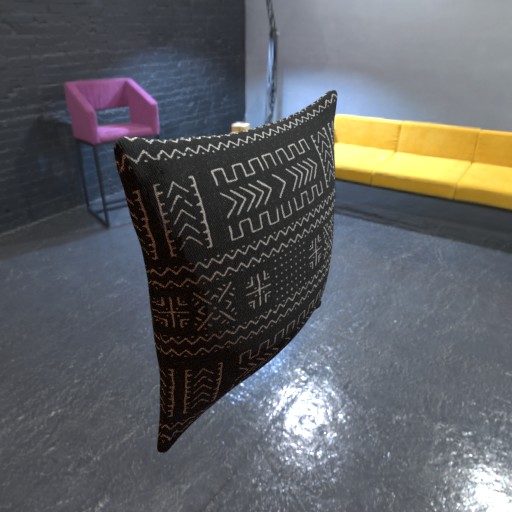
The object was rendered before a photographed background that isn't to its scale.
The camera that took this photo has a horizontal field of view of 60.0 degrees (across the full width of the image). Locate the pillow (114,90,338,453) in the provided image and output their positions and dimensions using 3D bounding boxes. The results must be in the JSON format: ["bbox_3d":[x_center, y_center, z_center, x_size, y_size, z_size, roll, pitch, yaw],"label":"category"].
[{"bbox_3d":[0.000,0.000,0.658,0.164,0.430,0.438,19,34,32],"label":"pillow"}]
